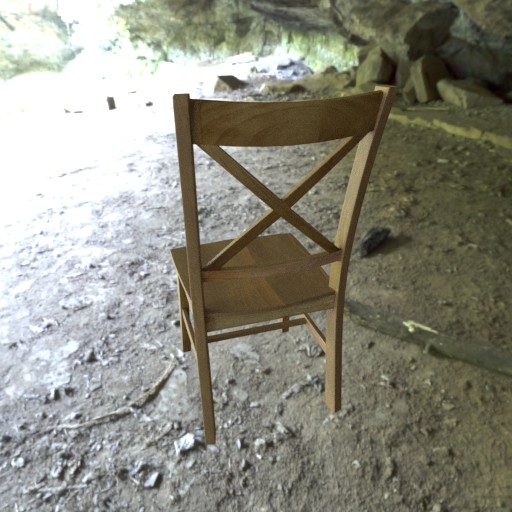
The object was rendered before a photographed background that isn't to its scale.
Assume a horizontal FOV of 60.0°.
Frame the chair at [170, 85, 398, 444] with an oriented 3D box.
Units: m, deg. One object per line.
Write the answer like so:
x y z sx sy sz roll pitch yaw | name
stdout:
0.000 0.000 1.319 0.485 0.983 0.542 -8 28 -16 | chair
